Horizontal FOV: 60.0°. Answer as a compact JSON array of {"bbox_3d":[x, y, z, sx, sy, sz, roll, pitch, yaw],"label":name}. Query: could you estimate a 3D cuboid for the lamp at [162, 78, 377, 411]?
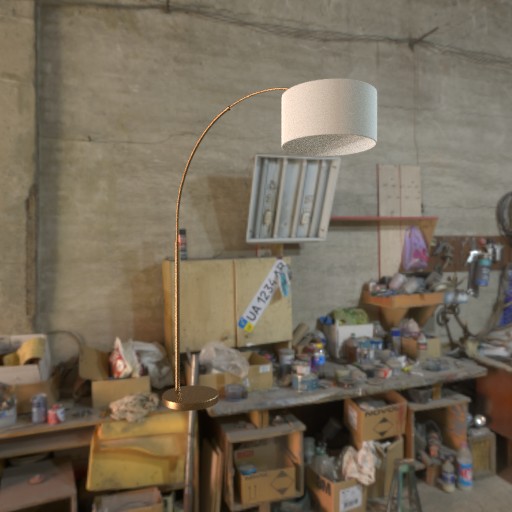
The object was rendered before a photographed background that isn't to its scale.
[{"bbox_3d":[0.000,0.000,2.617,1.434,1.927,0.493,0,1,36],"label":"lamp"}]
